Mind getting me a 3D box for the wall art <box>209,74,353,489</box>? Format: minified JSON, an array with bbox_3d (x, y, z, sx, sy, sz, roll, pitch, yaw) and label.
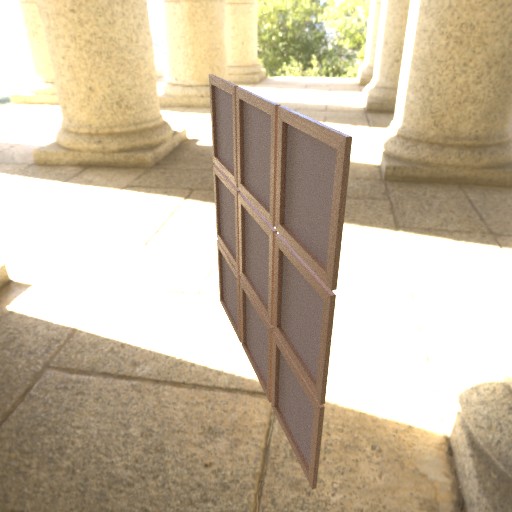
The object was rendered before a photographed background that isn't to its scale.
[{"bbox_3d":[0.000,0.000,1.747,0.016,1.207,1.217,-10,30,-17],"label":"wall art"}]
